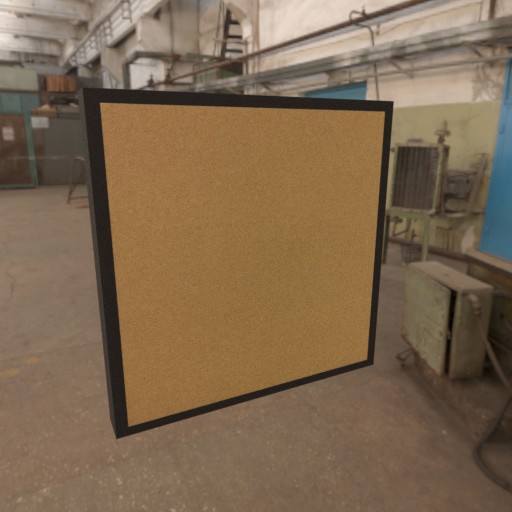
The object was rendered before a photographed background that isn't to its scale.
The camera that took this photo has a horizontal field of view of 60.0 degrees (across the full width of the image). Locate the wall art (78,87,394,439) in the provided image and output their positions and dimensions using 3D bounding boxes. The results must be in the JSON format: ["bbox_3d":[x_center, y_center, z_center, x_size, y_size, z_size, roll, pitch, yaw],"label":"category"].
[{"bbox_3d":[0.000,0.000,0.449,0.305,0.304,0.033,-8,17,-26],"label":"wall art"}]
